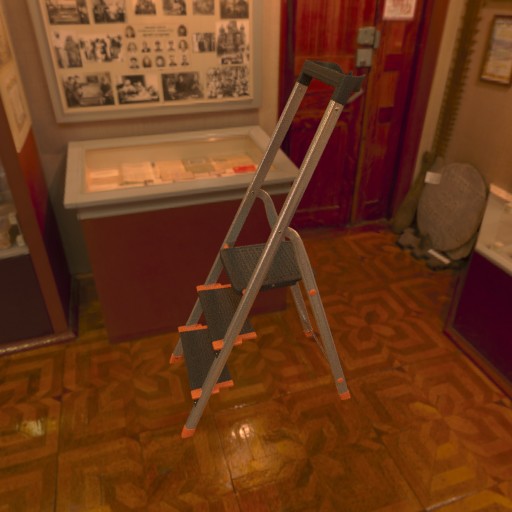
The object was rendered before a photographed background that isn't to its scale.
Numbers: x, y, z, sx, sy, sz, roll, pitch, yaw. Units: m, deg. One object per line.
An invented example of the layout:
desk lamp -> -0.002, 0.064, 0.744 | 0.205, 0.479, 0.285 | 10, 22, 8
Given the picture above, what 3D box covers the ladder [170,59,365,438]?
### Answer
ladder -> 0.000, 0.000, 1.567 | 0.686, 1.229, 0.416 | -8, 33, -13
